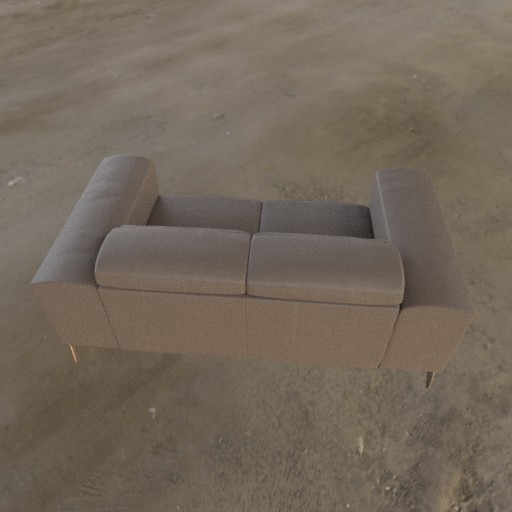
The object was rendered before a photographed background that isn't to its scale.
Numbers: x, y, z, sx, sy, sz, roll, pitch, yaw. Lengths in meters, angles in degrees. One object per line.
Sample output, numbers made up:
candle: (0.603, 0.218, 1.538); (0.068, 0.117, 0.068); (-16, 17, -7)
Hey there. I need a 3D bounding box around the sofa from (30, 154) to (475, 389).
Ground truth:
sofa: (0.000, 0.000, 2.347); (1.895, 0.779, 1.003); (3, 46, 3)
